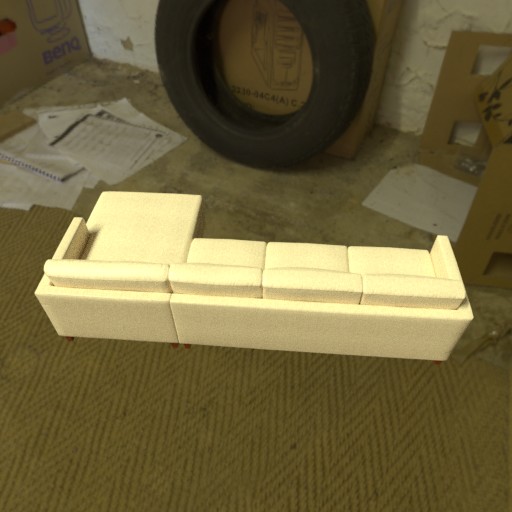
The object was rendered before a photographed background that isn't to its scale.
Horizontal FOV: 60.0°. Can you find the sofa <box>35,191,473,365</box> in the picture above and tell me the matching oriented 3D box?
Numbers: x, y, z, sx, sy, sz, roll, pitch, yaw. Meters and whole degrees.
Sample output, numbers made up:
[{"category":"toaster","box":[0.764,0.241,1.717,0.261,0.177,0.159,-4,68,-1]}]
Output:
[{"category":"sofa","box":[0.000,0.000,4.179,3.471,0.954,1.603,3,47,3]}]
